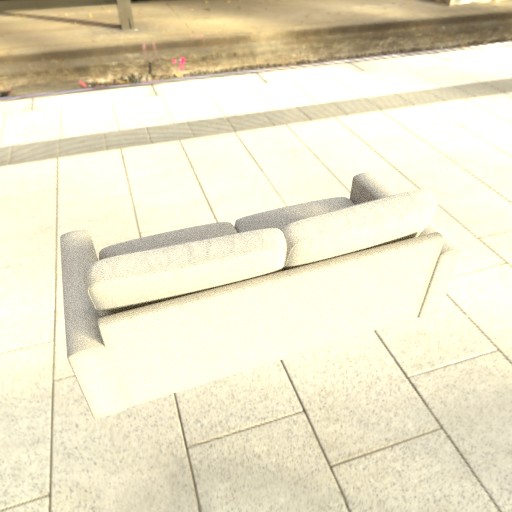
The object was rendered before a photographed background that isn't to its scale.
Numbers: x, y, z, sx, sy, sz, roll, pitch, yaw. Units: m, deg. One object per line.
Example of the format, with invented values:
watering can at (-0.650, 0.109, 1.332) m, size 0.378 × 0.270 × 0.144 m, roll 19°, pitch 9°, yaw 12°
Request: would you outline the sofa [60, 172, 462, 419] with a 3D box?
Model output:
sofa at (0.000, 0.000, 2.699) m, size 2.179 × 0.873 × 1.016 m, roll -14°, pitch 42°, yaw -16°
